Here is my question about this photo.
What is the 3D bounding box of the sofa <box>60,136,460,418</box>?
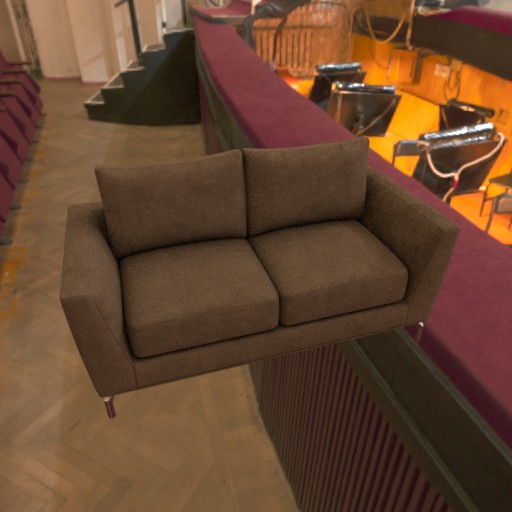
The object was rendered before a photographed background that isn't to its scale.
[{"bbox_3d":[0.000,0.000,2.364,1.832,1.013,0.855,-10,34,-15],"label":"sofa"}]
